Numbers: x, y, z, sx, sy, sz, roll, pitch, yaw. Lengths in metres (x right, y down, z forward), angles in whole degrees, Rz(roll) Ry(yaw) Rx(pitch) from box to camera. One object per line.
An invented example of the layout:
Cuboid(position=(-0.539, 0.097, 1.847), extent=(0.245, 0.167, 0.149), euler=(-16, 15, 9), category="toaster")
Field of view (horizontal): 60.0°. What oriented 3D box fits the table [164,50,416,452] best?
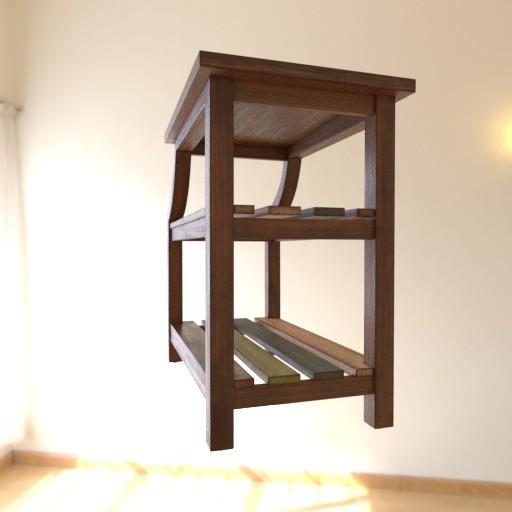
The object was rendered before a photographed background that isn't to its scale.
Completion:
Cuboid(position=(0.000, 0.000, 0.964), extent=(0.356, 0.584, 0.609), euler=(0, 1, -17), category="table")
